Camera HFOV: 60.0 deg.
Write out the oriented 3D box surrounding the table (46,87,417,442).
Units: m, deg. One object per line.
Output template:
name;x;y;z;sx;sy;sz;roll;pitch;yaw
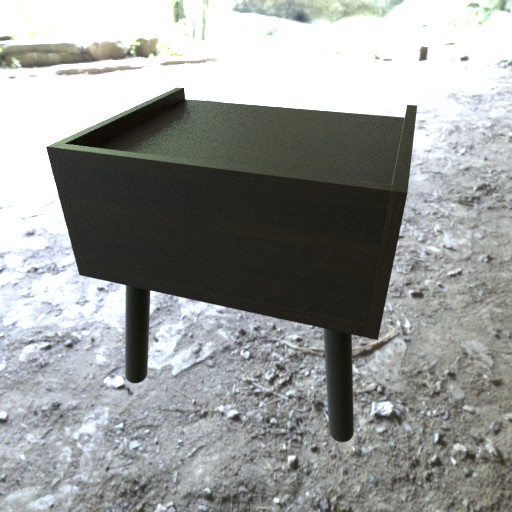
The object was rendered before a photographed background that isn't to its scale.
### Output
table;0.000;0.000;0.787;0.450;0.470;0.370;10;34;15
